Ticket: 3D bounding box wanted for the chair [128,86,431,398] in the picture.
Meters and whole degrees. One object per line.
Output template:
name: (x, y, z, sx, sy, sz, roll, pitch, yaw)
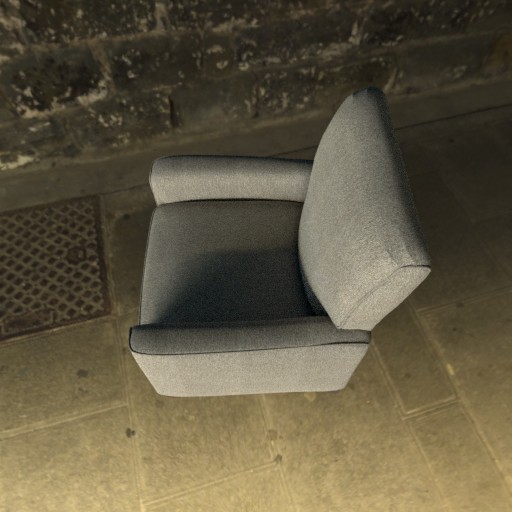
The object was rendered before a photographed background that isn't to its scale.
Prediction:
chair: (0.000, 0.000, 1.636, 0.858, 1.028, 0.841, -1, 58, -1)
